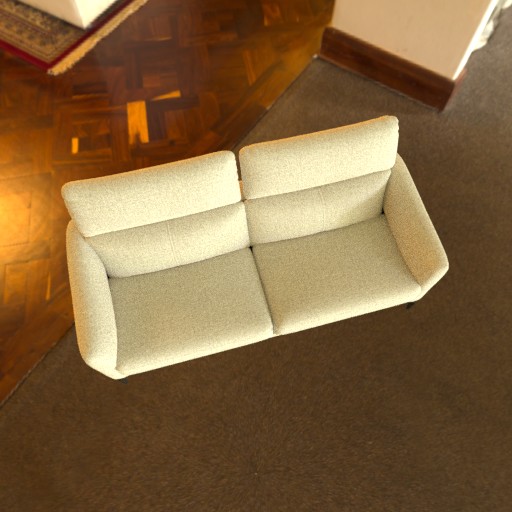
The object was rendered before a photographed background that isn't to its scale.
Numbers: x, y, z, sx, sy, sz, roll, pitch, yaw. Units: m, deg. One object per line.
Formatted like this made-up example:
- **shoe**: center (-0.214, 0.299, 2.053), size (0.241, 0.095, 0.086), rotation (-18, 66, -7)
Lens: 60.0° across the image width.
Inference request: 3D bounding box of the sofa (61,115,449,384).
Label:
- **sofa**: center (0.000, 0.000, 2.522), size (2.015, 0.956, 0.856), rotation (-14, 65, -7)
